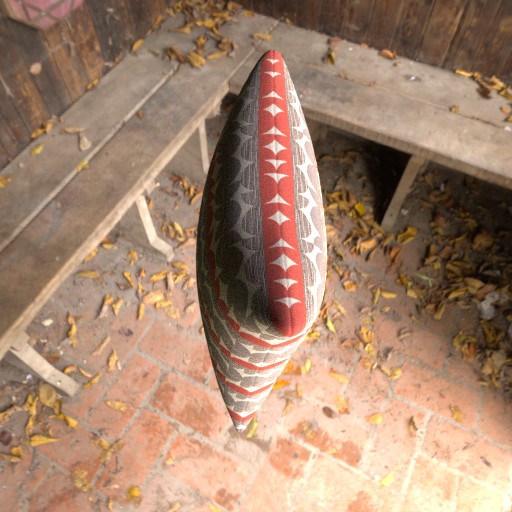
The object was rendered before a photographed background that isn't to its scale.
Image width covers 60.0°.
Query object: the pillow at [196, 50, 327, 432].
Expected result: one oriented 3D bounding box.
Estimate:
[{"bbox_3d":[0.000,0.000,0.661,0.180,0.410,0.420,-1,58,-1],"label":"pillow"}]
